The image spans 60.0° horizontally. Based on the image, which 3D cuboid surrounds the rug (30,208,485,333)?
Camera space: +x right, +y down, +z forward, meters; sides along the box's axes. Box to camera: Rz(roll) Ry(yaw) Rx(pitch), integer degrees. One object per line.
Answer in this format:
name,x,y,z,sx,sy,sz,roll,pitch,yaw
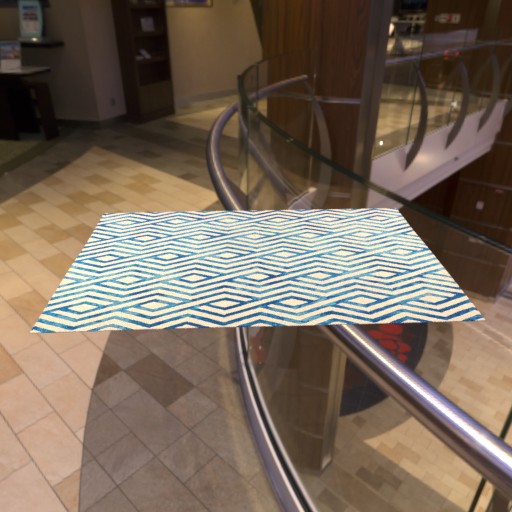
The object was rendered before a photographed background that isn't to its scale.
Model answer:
rug,0.000,0.000,3.032,2.439,0.008,1.531,-1,30,-2
